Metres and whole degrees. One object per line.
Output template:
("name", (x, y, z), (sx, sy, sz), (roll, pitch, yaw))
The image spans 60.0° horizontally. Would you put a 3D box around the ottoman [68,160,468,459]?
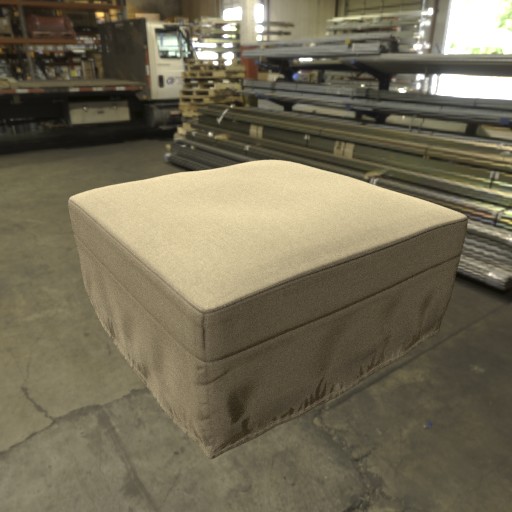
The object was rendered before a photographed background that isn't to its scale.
("ottoman", (0.000, 0.000, 1.323), (0.843, 0.436, 0.840), (-17, 29, -32))
